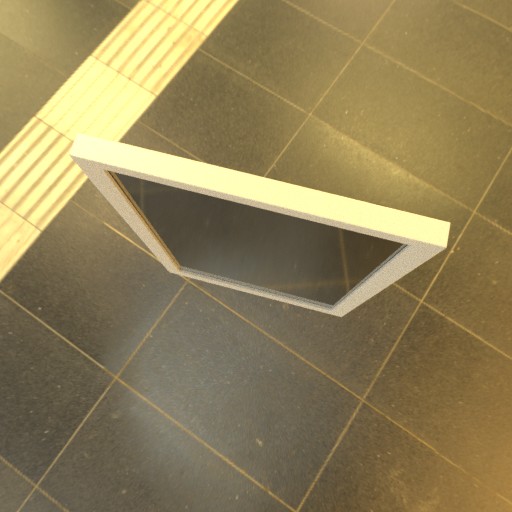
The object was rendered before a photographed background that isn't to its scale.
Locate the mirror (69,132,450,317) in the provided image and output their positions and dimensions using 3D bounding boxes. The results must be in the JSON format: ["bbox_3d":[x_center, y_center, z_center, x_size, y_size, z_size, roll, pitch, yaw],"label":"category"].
[{"bbox_3d":[0.000,0.000,0.923,0.507,0.710,0.040,14,76,4],"label":"mirror"}]
